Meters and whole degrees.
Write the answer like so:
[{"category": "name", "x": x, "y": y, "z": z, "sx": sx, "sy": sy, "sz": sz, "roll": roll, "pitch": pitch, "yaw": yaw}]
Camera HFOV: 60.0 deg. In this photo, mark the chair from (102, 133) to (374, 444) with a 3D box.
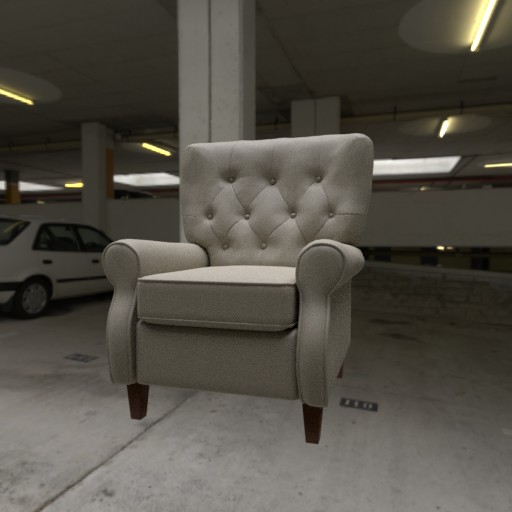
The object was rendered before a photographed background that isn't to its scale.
[{"category": "chair", "x": 0.000, "y": 0.000, "z": 1.897, "sx": 0.943, "sy": 1.158, "sz": 1.059, "roll": 1, "pitch": 2, "yaw": 17}]
